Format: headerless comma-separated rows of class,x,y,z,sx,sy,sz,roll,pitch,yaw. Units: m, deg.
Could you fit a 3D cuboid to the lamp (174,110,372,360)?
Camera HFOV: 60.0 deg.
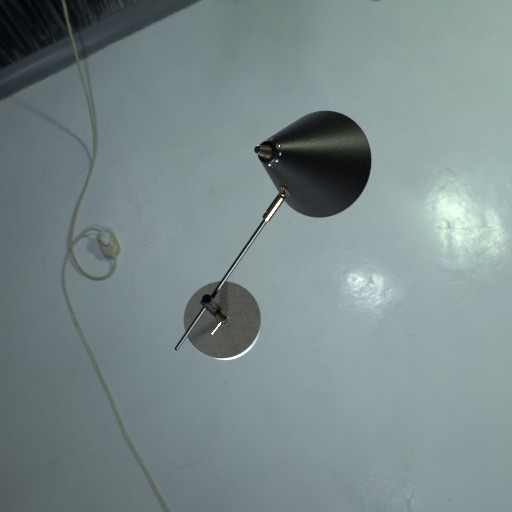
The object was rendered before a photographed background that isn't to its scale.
lamp,0.000,0.000,0.732,0.403,0.518,0.214,-36,79,-8
